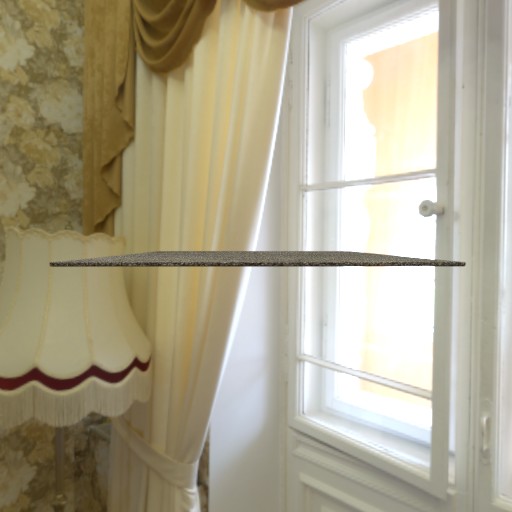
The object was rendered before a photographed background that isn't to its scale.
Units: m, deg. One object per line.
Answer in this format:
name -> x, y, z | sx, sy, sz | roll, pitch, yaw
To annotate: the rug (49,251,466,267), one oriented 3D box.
rug -> 0.000, 0.000, 4.039 | 2.401, 0.025, 3.000 | 0, 2, -1
